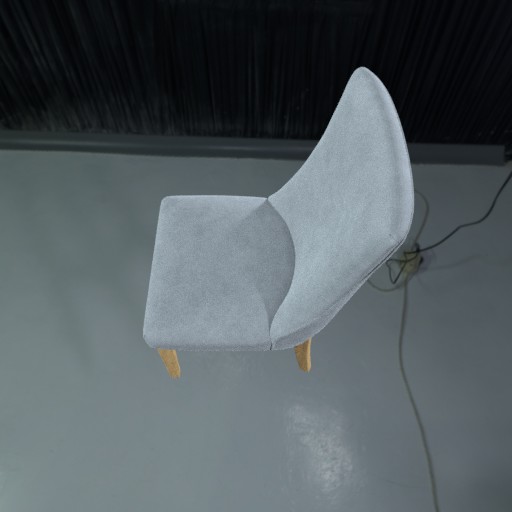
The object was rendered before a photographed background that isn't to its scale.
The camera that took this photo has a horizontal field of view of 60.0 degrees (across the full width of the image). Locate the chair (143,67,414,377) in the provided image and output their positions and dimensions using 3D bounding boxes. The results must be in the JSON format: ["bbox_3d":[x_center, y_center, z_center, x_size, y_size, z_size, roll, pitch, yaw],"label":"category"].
[{"bbox_3d":[0.000,0.000,1.262,0.610,0.902,0.495,0,59,0],"label":"chair"}]
